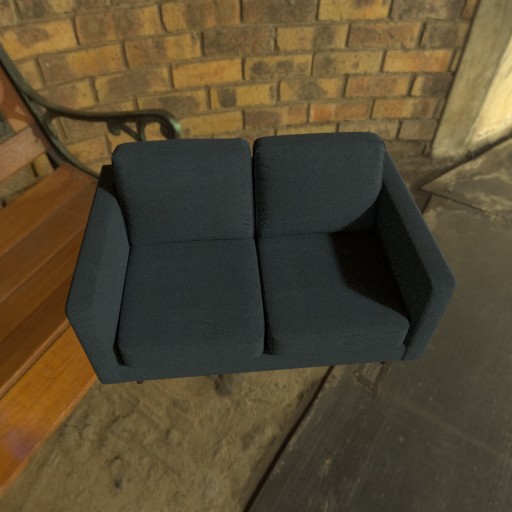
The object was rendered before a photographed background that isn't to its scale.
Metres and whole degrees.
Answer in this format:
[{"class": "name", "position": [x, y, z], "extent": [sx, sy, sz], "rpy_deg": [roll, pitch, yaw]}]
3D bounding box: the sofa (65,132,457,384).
[{"class": "sofa", "position": [0.000, 0.000, 2.175], "extent": [1.518, 0.930, 0.999], "rpy_deg": [-4, 46, -4]}]
